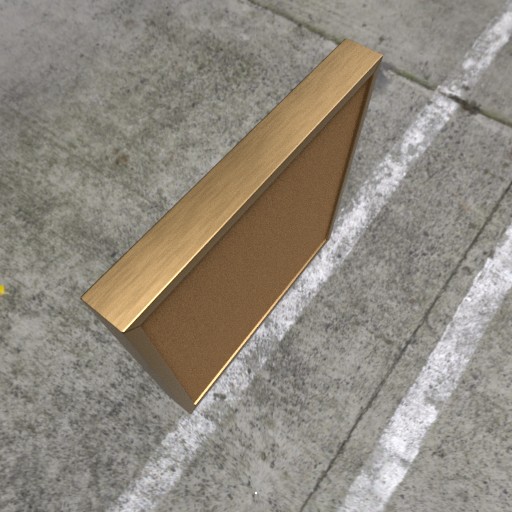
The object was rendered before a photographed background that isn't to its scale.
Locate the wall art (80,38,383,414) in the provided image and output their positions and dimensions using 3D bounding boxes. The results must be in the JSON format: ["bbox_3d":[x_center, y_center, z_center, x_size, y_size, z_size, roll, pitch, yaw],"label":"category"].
[{"bbox_3d":[0.000,0.000,0.454,0.037,0.305,0.305,34,67,17],"label":"wall art"}]
